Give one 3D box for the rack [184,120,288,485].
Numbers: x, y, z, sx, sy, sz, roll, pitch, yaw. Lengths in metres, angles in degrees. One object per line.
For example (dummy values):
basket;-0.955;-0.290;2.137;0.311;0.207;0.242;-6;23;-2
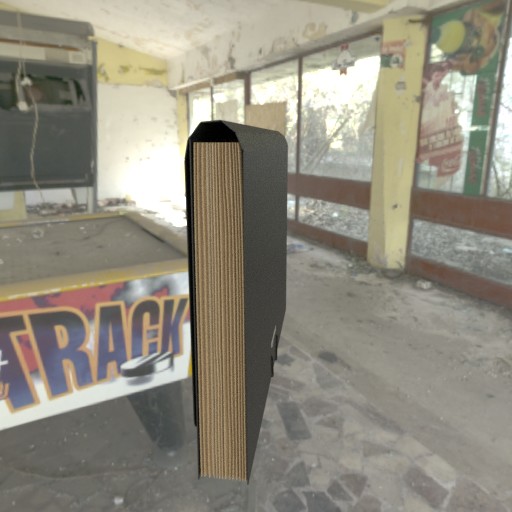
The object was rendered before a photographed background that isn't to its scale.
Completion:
rack;0.000;0.000;0.434;0.041;0.241;0.330;2;15;8
